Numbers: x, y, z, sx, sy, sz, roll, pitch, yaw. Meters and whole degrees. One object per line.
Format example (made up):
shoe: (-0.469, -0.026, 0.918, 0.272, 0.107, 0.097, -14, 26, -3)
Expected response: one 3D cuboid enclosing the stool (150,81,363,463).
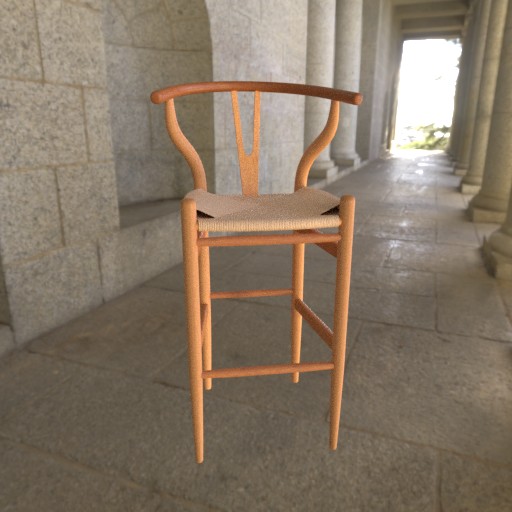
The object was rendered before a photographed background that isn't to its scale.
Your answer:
stool: (0.000, 0.000, 1.389, 0.574, 1.068, 0.561, -2, 17, -7)
